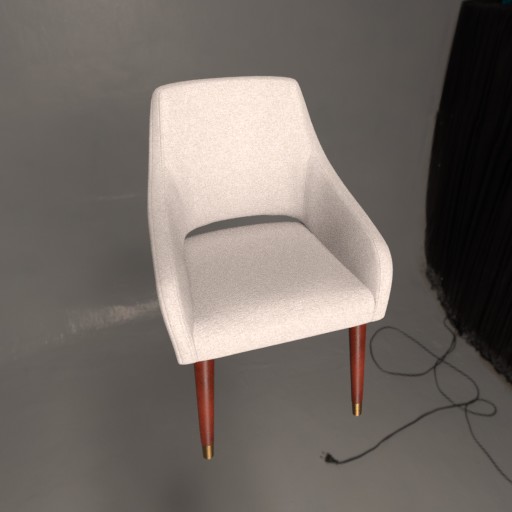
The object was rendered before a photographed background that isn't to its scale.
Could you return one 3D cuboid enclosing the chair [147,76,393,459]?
[{"bbox_3d":[0.000,0.000,1.302,0.609,0.889,0.600,-10,34,-15],"label":"chair"}]
